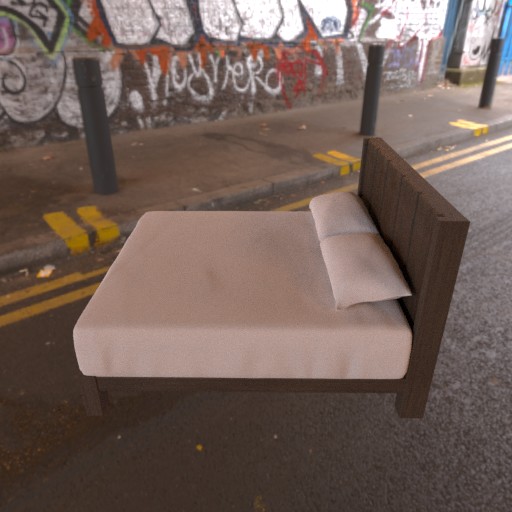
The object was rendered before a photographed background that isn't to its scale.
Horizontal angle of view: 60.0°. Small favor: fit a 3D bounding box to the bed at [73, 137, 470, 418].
[{"bbox_3d":[0.000,0.000,3.098,1.992,1.261,1.735,0,27,1],"label":"bed"}]
